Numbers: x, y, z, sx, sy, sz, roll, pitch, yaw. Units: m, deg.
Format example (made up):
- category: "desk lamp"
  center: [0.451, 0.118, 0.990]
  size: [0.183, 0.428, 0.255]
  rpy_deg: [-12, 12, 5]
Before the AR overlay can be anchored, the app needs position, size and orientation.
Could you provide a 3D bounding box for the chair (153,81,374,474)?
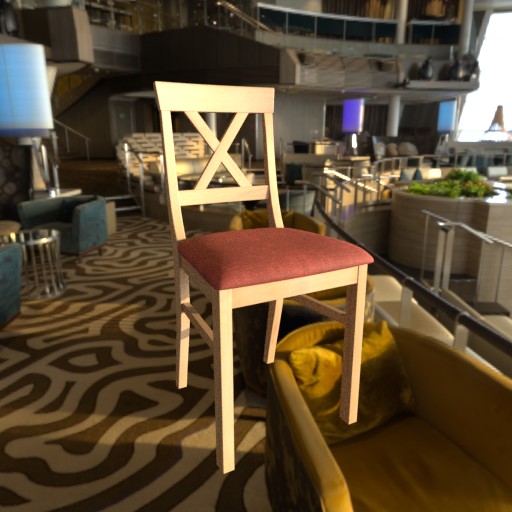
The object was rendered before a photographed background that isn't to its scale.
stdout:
- category: "chair"
  center: [0.000, 0.000, 1.208]
  size: [0.439, 0.912, 0.492]
  rpy_deg: [-8, 18, -28]
